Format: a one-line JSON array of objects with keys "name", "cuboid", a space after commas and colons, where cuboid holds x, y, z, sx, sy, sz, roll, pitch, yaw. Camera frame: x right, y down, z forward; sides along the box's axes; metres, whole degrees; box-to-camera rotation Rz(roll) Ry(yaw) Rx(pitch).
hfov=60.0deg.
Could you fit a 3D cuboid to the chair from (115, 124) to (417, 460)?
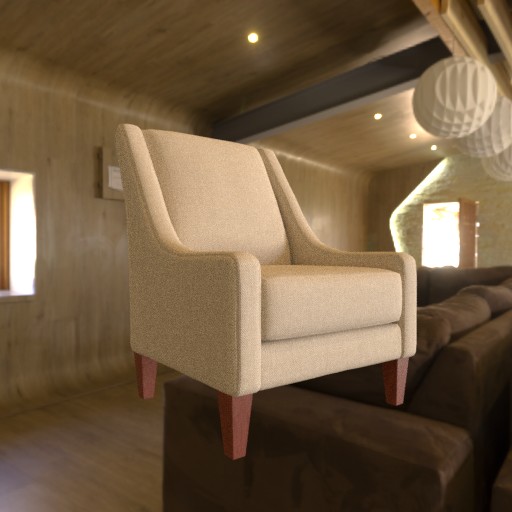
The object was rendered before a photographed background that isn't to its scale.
[{"name": "chair", "cuboid": [0.000, 0.000, 1.613, 0.774, 1.014, 0.870, 0, 0, -37]}]
